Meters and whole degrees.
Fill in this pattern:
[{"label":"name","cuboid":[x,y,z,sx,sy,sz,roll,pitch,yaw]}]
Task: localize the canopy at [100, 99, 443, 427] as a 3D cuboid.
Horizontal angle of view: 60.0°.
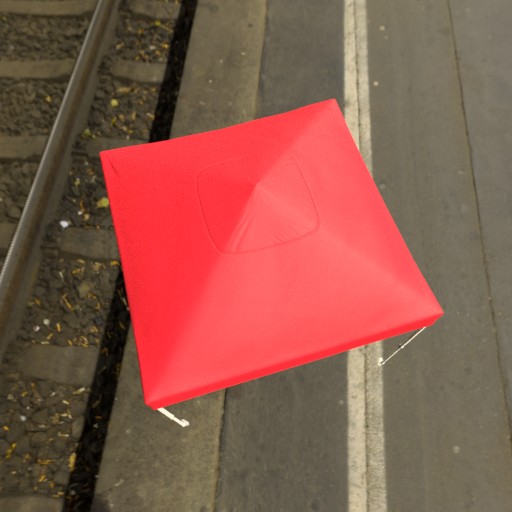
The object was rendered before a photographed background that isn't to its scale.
[{"label":"canopy","cuboid":[0.000,0.000,5.460,2.996,2.997,2.998,-15,65,-7]}]
